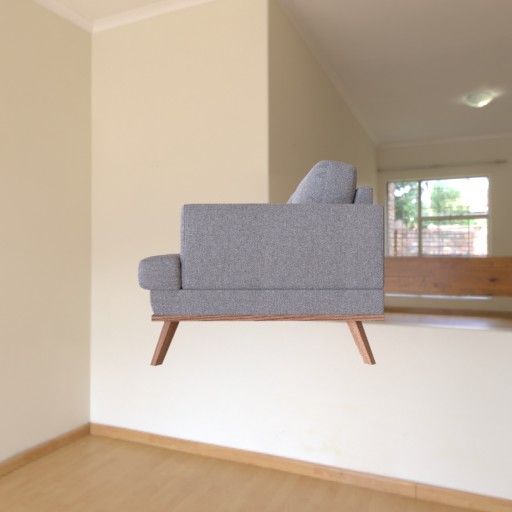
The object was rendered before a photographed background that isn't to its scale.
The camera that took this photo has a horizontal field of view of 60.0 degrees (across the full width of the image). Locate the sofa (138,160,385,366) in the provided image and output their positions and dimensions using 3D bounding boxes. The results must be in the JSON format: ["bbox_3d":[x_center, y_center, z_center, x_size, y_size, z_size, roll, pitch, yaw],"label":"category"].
[{"bbox_3d":[0.000,0.000,2.765,0.920,0.810,2.310,0,0,-1],"label":"sofa"}]
